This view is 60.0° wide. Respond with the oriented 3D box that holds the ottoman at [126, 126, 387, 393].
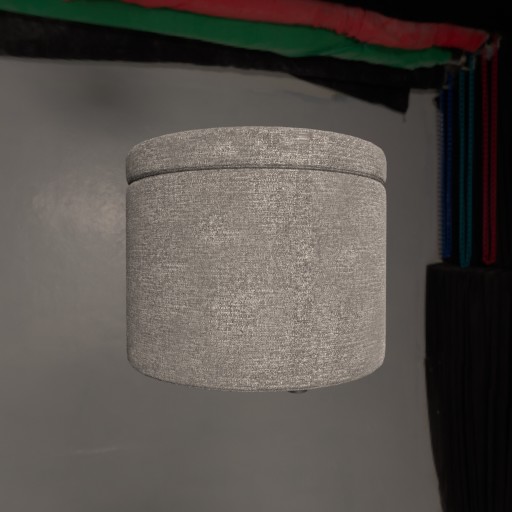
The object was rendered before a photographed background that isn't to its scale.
[{"bbox_3d":[0.000,0.000,0.888,0.500,0.419,0.500,0,1,0],"label":"ottoman"}]
